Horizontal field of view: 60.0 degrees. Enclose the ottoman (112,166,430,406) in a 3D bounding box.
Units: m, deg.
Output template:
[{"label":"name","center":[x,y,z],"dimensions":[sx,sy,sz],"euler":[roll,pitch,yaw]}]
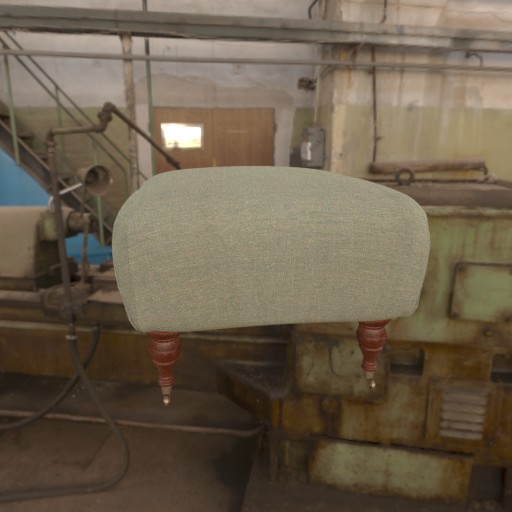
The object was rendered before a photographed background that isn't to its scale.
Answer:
[{"label":"ottoman","center":[0.000,0.000,1.165],"dimensions":[0.622,0.450,0.747],"euler":[-2,15,-8]}]
